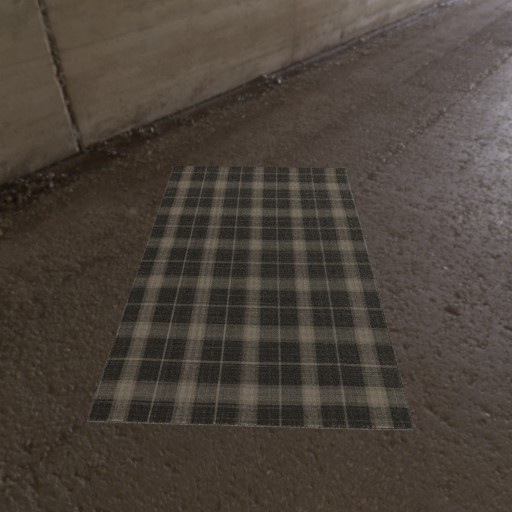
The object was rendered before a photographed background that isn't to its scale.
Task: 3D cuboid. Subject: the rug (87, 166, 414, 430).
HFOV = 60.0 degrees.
[{"bbox_3d":[0.000,0.000,2.969,1.520,0.015,2.434,1,40,1],"label":"rug"}]
